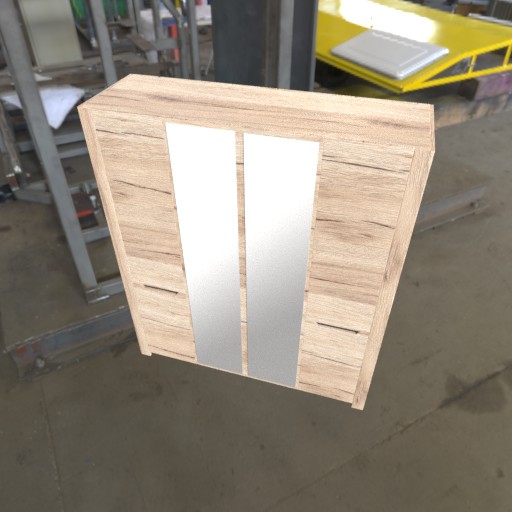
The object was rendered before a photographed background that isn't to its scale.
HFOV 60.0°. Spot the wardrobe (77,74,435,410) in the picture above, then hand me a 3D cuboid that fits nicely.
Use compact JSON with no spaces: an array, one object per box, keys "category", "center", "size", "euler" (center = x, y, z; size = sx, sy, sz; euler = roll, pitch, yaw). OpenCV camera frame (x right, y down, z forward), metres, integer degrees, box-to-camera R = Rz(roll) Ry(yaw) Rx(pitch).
[{"category":"wardrobe","center":[0.000,0.000,3.014],"size":[1.810,2.070,0.580],"euler":[11,41,13]}]
